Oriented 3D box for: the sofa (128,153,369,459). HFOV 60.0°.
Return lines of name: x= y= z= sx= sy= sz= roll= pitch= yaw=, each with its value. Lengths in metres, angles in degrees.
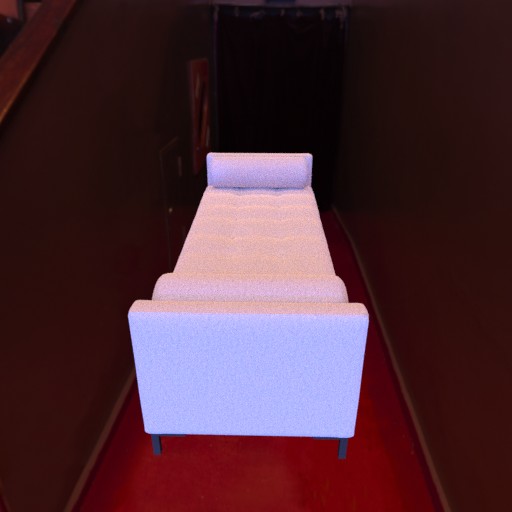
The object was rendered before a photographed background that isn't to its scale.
sofa: x=0.000 y=0.000 z=2.320 sx=0.746 sy=0.641 sz=1.985 roll=1 pitch=27 yaw=1
